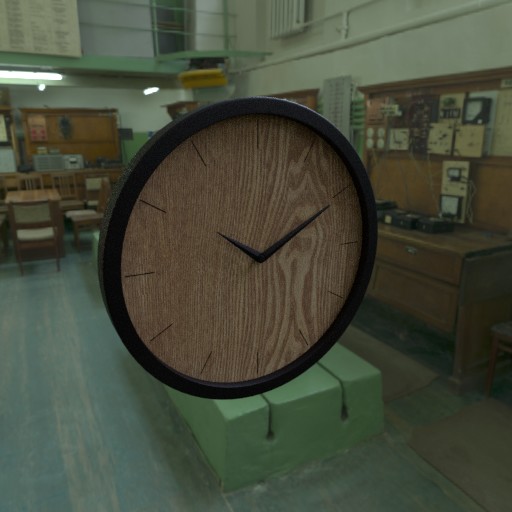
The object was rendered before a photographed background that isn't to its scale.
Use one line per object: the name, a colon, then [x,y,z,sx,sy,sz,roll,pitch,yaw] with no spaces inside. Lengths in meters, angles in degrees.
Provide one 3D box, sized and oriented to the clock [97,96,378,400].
clock: [0.000,0.000,0.464,0.314,0.314,0.029,-8,18,-28]
